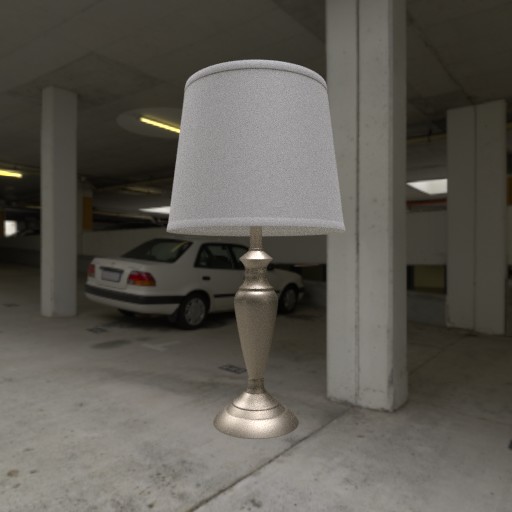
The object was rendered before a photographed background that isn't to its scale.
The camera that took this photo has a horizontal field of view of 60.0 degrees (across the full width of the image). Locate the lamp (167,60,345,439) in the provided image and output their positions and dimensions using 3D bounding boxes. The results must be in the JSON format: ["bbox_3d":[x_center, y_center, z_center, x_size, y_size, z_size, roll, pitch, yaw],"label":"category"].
[{"bbox_3d":[0.000,0.000,0.829,0.328,0.619,0.328,0,0,0],"label":"lamp"}]
